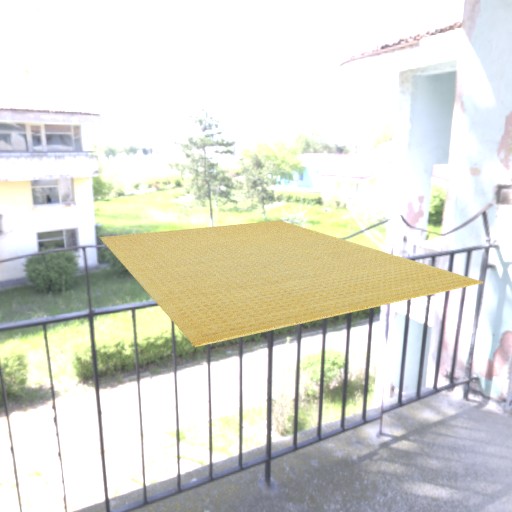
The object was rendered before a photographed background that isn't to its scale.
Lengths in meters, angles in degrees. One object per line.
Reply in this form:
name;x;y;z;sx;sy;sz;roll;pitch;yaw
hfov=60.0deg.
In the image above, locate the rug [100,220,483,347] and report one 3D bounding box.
rug;0.000;0.000;4.450;2.486;0.015;3.242;-8;16;-27
